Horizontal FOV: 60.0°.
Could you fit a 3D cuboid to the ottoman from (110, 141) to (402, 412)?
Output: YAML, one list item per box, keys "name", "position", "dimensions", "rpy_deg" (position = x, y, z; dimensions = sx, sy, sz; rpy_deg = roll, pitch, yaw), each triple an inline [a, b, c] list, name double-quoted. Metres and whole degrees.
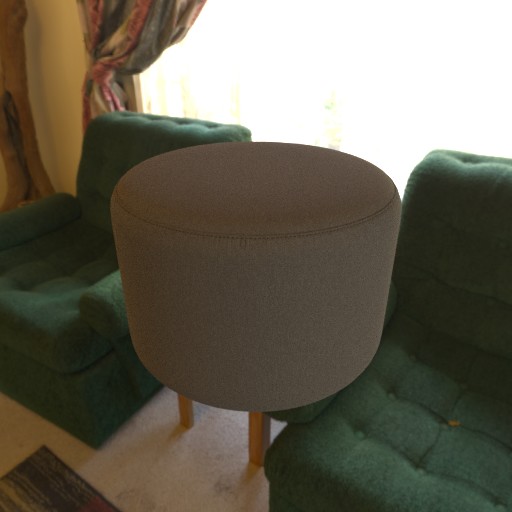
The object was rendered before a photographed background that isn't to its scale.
- name: "ottoman"
  position: [0.000, 0.000, 1.030]
  dimensions: [0.608, 0.433, 0.608]
  rpy_deg: [0, 28, 0]
